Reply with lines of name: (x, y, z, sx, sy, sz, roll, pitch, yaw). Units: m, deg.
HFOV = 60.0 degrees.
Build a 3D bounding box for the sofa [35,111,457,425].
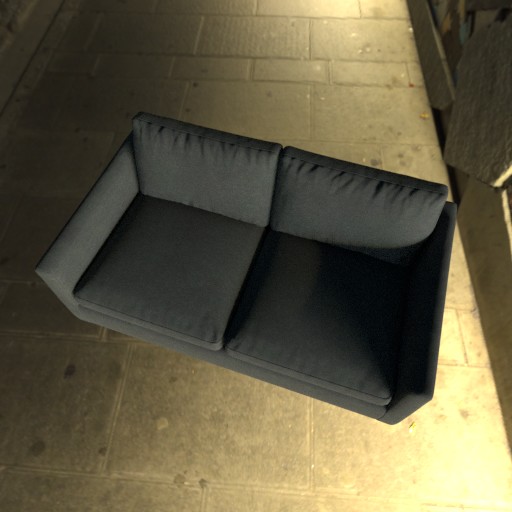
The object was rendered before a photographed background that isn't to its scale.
sofa: (0.000, 0.000, 2.412, 1.909, 0.845, 1.091, 16, 59, 10)
